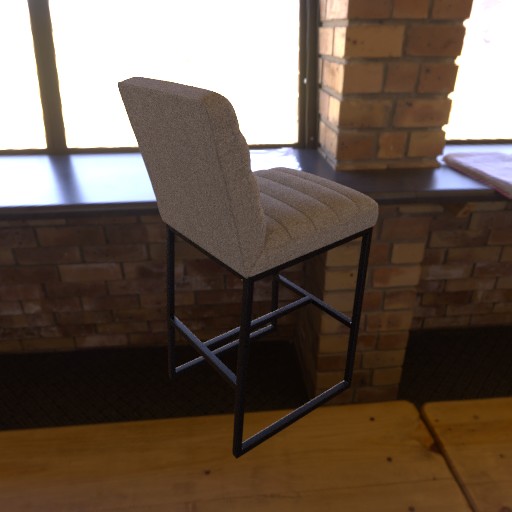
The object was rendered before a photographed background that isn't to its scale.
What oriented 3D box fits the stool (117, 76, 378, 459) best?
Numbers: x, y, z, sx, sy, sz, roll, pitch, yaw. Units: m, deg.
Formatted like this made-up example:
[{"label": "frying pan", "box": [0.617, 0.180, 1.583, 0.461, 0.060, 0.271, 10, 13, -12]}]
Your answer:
[{"label": "stool", "box": [0.000, 0.000, 1.362, 0.571, 1.034, 0.459, -19, 33, -32]}]
